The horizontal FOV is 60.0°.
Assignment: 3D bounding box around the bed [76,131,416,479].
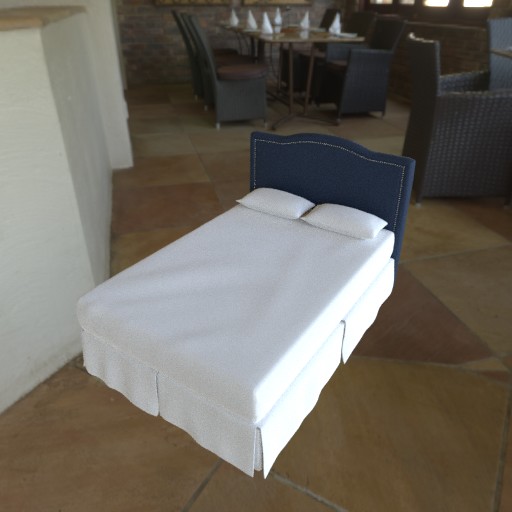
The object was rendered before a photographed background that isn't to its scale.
[{"bbox_3d":[0.000,0.000,3.626,1.741,1.441,2.507,19,35,29],"label":"bed"}]
